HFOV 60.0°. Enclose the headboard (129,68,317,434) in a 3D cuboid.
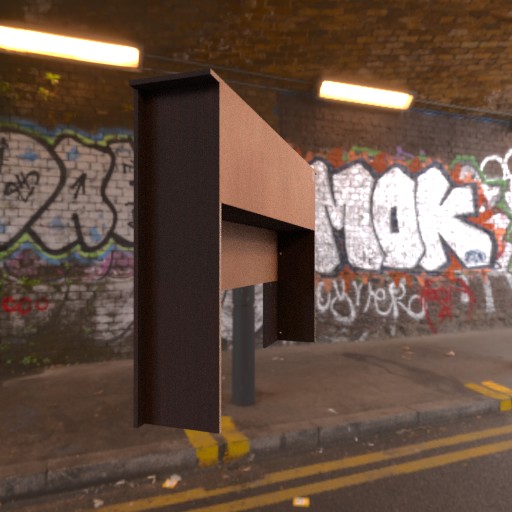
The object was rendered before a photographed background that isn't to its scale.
[{"bbox_3d":[0.000,0.000,2.130,0.279,1.092,1.671,0,0,18],"label":"headboard"}]
